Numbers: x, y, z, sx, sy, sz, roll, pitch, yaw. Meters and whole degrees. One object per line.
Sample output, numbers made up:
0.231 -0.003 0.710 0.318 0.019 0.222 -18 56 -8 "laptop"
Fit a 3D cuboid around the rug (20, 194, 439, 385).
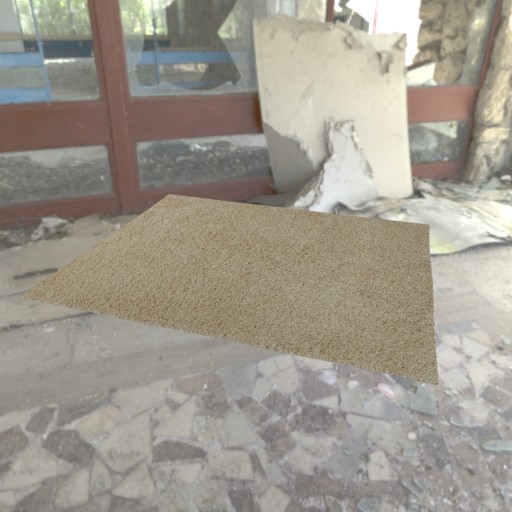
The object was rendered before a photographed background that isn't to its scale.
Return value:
0.000 0.000 3.982 3.000 0.025 2.400 9 29 16 "rug"
